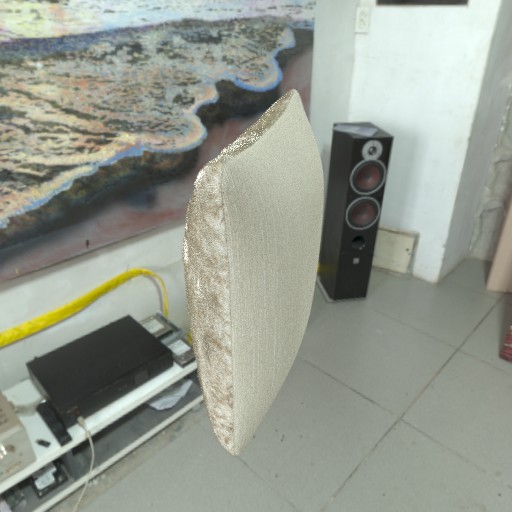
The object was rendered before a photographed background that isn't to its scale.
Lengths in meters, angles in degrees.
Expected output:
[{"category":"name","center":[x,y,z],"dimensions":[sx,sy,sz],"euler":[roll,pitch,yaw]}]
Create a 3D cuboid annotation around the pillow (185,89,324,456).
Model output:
[{"category":"pillow","center":[0.000,0.000,0.824],"dimensions":[0.216,0.525,0.538],"euler":[7,30,13]}]
